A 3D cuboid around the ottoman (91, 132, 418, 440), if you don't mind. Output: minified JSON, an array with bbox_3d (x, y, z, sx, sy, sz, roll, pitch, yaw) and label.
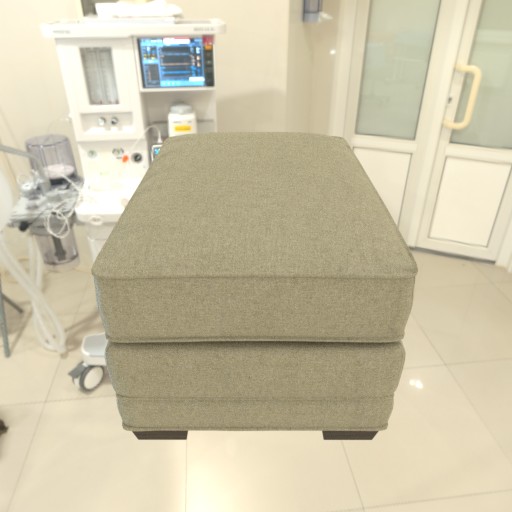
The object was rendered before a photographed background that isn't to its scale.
[{"bbox_3d":[0.000,0.000,1.215,0.611,0.508,0.848,0,32,0],"label":"ottoman"}]
